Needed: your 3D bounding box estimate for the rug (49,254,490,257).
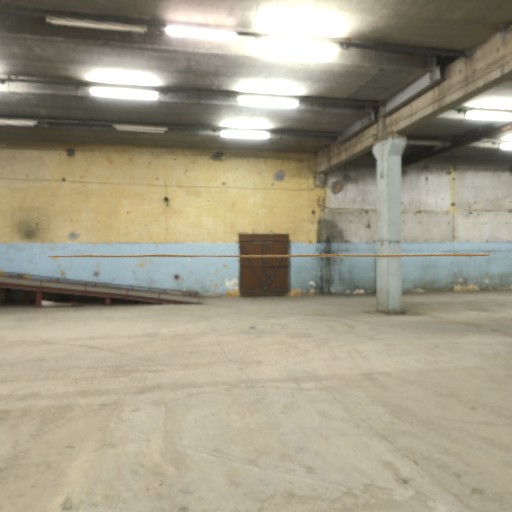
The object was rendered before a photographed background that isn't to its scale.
[{"bbox_3d":[0.000,0.000,2.549,2.294,0.014,0.704,0,0,17],"label":"rug"}]
